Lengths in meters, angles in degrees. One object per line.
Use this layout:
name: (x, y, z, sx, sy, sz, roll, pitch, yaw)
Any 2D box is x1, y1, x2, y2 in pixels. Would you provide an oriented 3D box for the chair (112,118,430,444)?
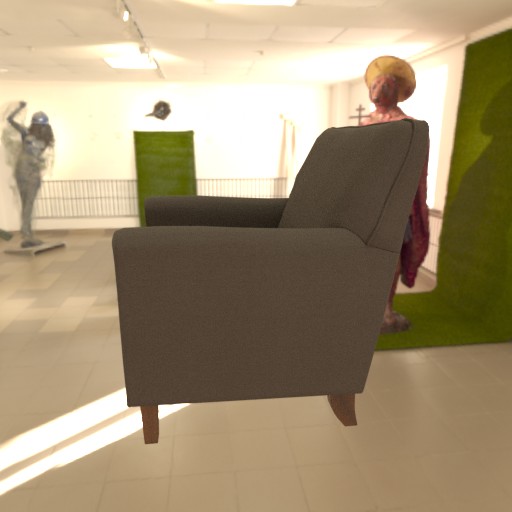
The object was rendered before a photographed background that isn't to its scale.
chair: (0.000, 0.000, 1.581, 0.831, 0.911, 0.836, -2, 14, -7)
